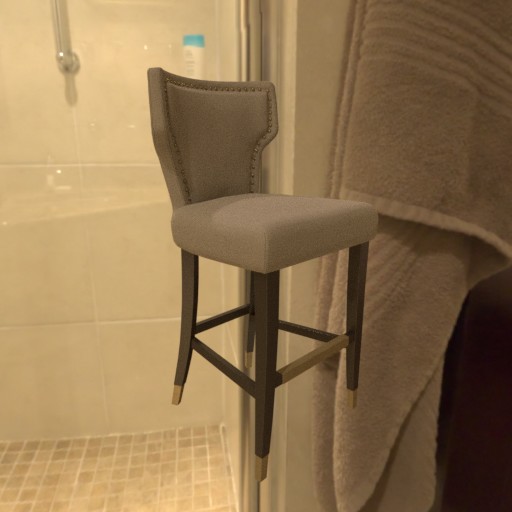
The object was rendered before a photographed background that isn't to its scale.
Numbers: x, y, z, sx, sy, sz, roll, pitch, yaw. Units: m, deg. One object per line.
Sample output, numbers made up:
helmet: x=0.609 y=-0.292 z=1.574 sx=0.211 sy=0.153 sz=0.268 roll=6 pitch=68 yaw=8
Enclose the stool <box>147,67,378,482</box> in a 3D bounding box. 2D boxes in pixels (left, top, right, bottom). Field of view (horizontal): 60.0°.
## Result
stool: x=0.000 y=0.000 z=1.399 sx=0.563 sy=1.092 sz=0.526 roll=14 pitch=21 yaw=42
